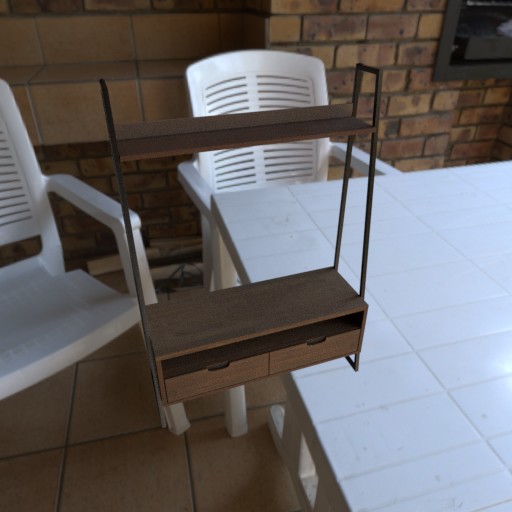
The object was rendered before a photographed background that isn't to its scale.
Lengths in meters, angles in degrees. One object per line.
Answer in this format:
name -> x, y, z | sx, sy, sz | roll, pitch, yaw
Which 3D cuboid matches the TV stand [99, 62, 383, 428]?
TV stand -> 0.000, 0.000, 2.337 | 1.250, 1.772, 0.432 | -11, 34, -17
